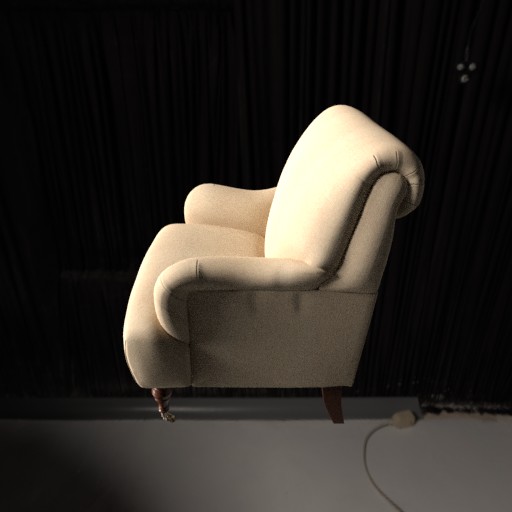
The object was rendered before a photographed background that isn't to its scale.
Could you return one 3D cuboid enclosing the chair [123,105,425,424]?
[{"bbox_3d":[0.000,0.000,1.567,0.842,0.944,0.766,0,27,-1],"label":"chair"}]
